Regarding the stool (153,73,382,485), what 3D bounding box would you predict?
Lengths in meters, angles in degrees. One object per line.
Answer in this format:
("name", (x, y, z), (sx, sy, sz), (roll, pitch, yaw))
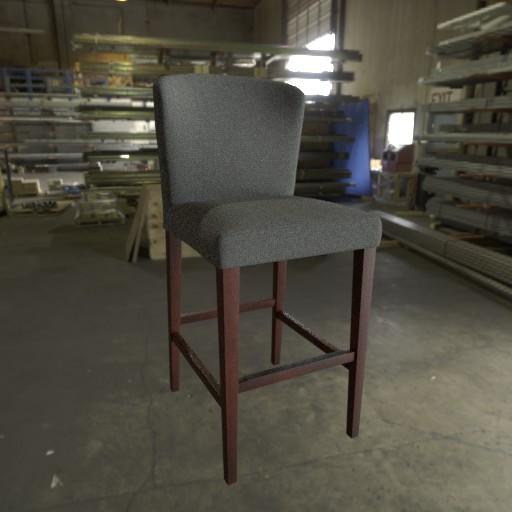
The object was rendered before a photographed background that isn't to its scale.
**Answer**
("stool", (0.000, 0.000, 1.330), (0.486, 1.069, 0.568), (-8, 17, -26))
